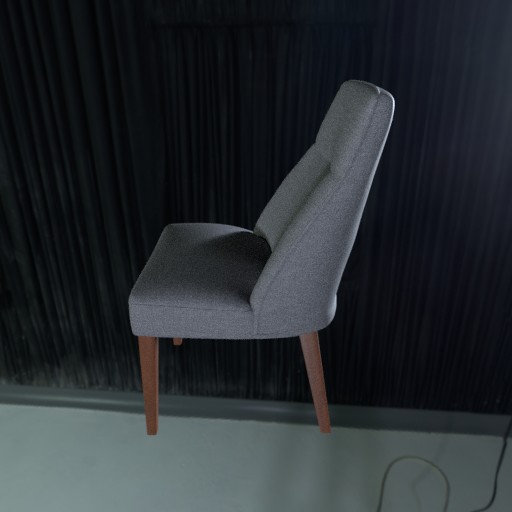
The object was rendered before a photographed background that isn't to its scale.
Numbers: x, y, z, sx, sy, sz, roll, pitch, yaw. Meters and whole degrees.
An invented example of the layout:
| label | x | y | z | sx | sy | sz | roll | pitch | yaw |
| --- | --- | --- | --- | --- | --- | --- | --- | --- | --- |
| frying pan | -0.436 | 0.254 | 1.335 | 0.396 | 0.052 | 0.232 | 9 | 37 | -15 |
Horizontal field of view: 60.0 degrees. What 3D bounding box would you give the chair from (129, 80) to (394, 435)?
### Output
| label | x | y | z | sx | sy | sz | roll | pitch | yaw |
| --- | --- | --- | --- | --- | --- | --- | --- | --- | --- |
| chair | 0.000 | 0.000 | 1.271 | 0.620 | 0.930 | 0.500 | 0 | 25 | 1 |
